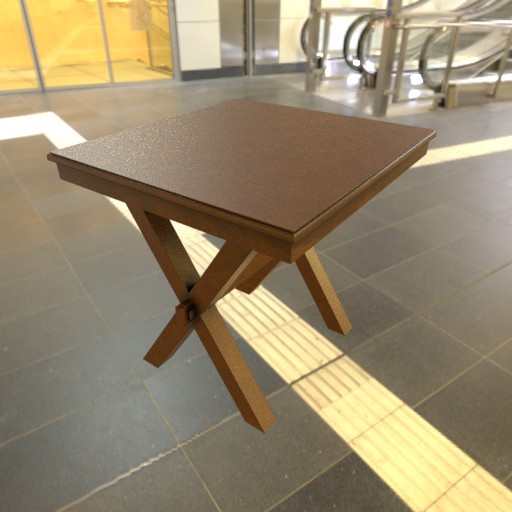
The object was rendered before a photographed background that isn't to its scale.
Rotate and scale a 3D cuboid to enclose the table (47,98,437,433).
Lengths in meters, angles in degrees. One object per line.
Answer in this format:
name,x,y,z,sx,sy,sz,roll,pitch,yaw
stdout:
table,0.000,0.000,1.064,0.560,0.562,0.602,21,37,30
